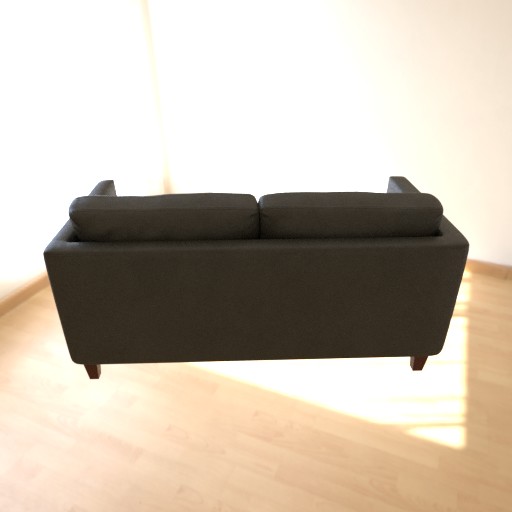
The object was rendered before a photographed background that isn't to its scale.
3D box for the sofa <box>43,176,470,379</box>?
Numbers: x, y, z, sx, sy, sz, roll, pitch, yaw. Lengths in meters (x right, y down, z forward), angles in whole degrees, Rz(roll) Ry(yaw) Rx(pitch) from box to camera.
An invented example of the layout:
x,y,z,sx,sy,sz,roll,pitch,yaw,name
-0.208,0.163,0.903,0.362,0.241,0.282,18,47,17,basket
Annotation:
x,y,z,sx,sy,sz,roll,pitch,yaw,name
0.000,0.000,2.451,1.883,0.933,0.951,-1,29,-2,sofa
